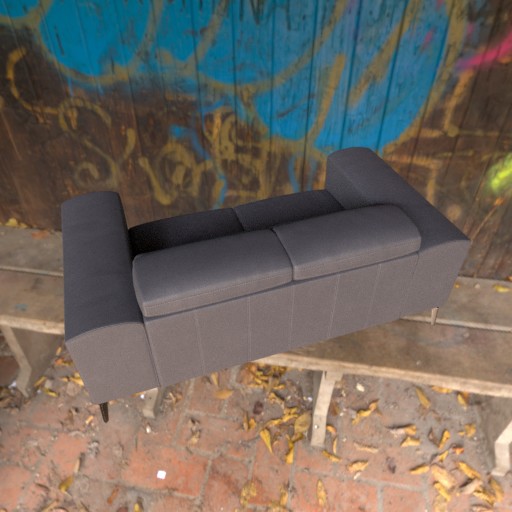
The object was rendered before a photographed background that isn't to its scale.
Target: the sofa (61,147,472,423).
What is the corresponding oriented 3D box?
[{"bbox_3d":[0.000,0.000,2.400,1.895,0.779,1.003,-13,43,-14],"label":"sofa"}]
